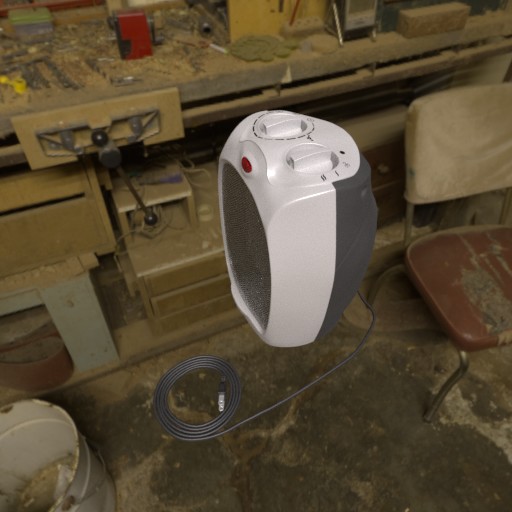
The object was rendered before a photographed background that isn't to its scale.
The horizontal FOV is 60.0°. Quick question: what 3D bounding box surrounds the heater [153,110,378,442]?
[{"bbox_3d":[0.000,0.000,0.471,0.291,0.240,0.239,-17,48,-15],"label":"heater"}]
